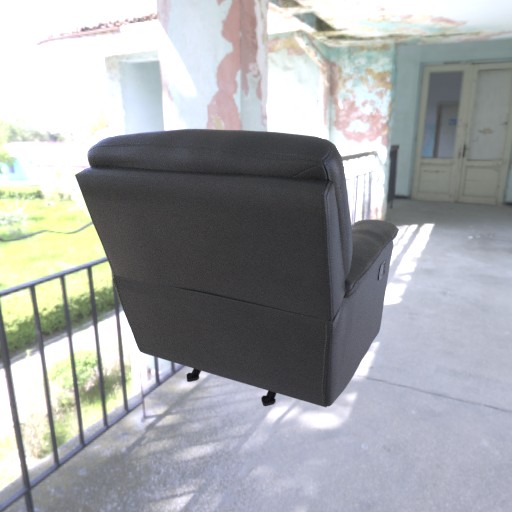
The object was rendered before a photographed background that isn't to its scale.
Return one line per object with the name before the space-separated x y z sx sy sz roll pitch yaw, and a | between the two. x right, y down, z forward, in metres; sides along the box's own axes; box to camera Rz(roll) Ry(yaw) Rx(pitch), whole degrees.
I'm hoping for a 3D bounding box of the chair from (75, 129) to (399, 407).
chair | 0.000 0.000 2.008 1.096 1.109 1.087 8 18 27
